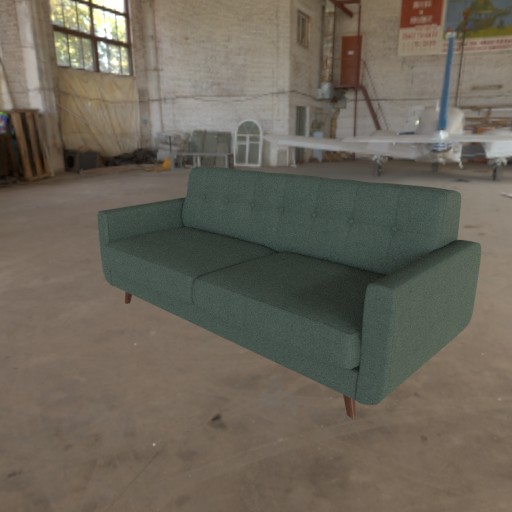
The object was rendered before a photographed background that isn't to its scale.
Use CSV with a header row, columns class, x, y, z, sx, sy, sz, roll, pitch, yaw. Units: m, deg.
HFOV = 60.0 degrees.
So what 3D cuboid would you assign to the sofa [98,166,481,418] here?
class,x,y,z,sx,sy,sz,roll,pitch,yaw
sofa,0.000,0.000,2.436,2.029,0.841,0.909,15,22,42
